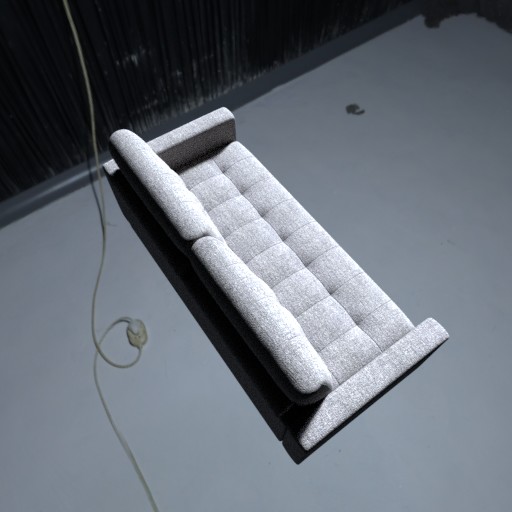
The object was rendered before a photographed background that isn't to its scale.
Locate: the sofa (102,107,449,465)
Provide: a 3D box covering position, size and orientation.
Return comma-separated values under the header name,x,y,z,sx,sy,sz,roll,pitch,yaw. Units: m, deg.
name,x,y,z,sx,sy,sz,roll,pitch,yaw
sofa,0.000,0.000,2.340,0.863,0.902,1.821,-31,64,-17
